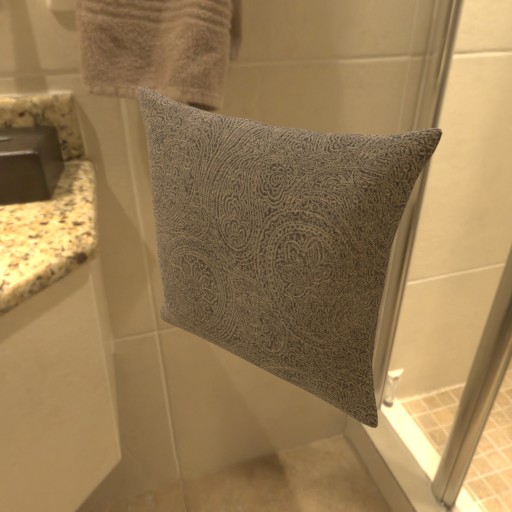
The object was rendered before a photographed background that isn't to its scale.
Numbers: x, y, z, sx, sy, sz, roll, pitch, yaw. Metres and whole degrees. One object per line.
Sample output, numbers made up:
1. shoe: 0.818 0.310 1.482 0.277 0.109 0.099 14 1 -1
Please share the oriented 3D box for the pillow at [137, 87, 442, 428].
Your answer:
1. pillow: 0.000 0.000 0.769 0.523 0.510 0.166 19 35 30
